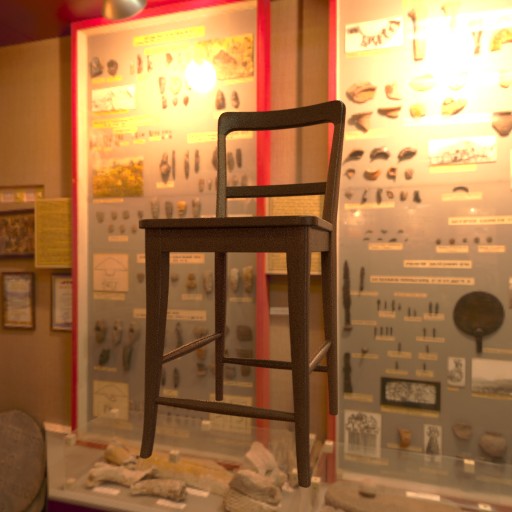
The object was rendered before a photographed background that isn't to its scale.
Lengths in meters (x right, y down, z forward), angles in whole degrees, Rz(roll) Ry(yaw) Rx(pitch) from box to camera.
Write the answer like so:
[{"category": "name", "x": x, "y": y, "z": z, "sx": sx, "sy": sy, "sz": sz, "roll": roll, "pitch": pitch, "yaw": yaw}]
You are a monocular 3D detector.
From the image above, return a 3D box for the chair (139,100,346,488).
[{"category": "chair", "x": 0.000, "y": 0.000, "z": 1.266, "sx": 0.450, "sy": 0.991, "sz": 0.546, "roll": 0, "pitch": 1, "yaw": 19}]
